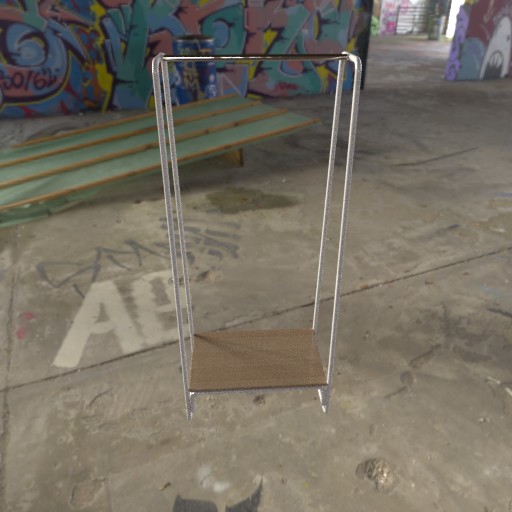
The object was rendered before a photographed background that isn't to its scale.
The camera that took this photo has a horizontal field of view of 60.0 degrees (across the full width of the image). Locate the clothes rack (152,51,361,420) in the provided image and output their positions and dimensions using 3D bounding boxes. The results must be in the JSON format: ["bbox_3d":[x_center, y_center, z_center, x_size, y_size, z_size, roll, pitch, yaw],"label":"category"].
[{"bbox_3d":[0.000,0.000,1.803,0.640,1.500,0.400,-2,30,-3],"label":"clothes rack"}]
